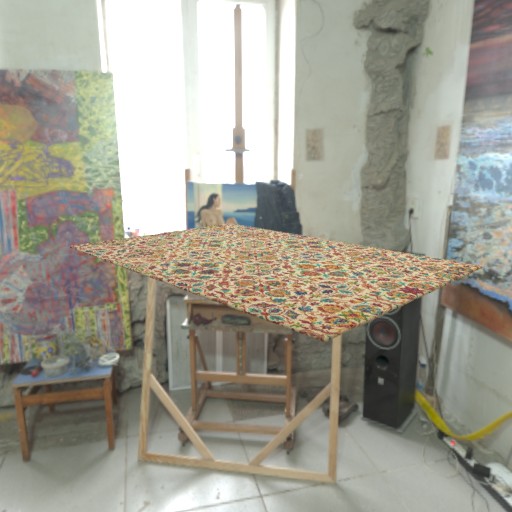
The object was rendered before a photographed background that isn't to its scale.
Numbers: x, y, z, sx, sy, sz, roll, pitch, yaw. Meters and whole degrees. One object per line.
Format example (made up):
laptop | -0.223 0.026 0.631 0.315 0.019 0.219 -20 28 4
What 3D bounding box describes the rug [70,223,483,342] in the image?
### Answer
rug | 0.000 0.000 2.332 1.226 0.013 1.838 -12 18 -43
